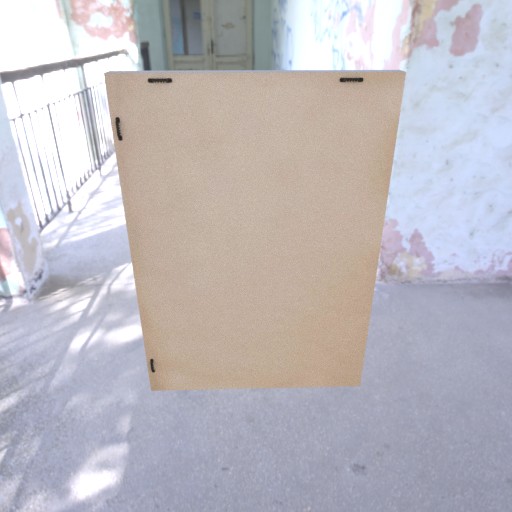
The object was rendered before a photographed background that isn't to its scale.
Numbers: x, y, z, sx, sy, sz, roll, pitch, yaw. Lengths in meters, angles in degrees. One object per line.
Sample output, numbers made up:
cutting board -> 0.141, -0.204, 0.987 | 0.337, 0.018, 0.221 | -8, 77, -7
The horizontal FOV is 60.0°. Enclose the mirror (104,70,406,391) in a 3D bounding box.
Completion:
mirror -> 0.000, 0.000, 0.920 | 0.507, 0.710, 0.039 | -1, 28, -2
